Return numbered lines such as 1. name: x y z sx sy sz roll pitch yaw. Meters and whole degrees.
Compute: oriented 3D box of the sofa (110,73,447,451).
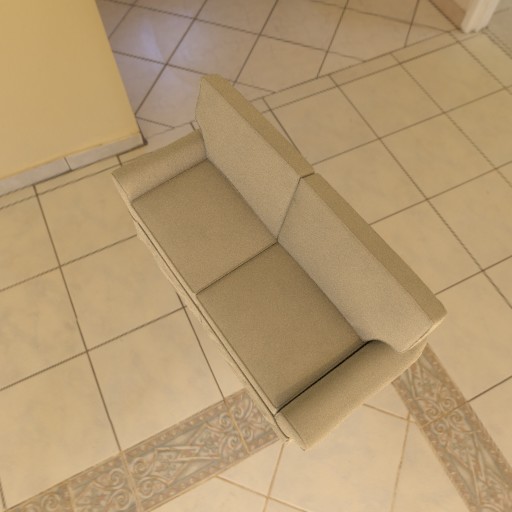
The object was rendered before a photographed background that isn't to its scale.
1. sofa: 0.000 0.000 2.369 0.841 1.024 1.823 -33 68 -15
